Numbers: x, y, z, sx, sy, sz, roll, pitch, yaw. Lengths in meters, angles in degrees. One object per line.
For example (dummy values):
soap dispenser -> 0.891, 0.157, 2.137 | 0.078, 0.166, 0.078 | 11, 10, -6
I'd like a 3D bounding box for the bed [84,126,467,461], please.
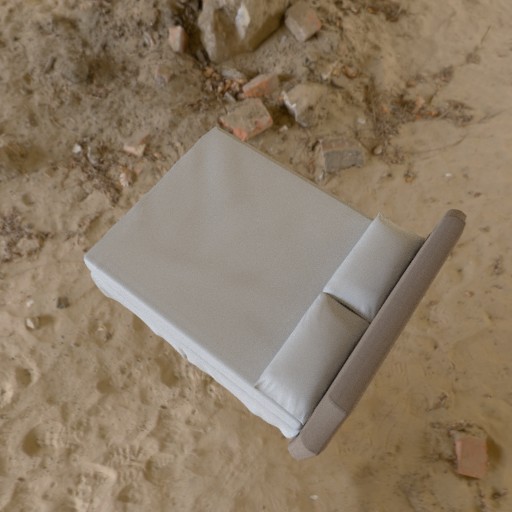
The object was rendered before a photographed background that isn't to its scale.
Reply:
bed -> 0.000, 0.000, 3.271 | 2.164, 1.303, 1.828 | 34, 69, 15
